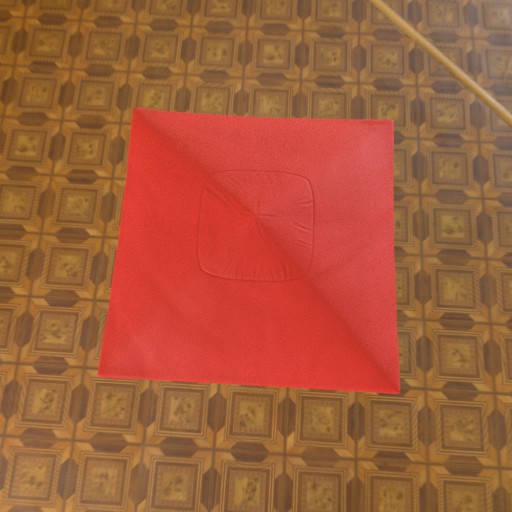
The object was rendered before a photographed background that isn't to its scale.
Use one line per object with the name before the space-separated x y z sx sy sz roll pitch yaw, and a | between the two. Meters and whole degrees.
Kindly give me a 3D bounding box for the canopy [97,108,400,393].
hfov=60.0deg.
canopy | 0.000 0.000 5.408 2.998 2.997 2.996 3 76 1
